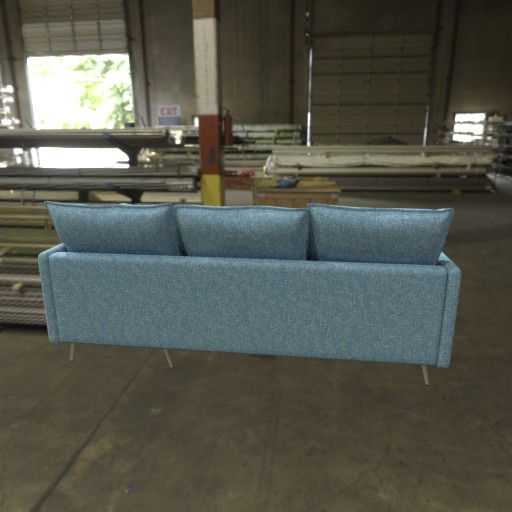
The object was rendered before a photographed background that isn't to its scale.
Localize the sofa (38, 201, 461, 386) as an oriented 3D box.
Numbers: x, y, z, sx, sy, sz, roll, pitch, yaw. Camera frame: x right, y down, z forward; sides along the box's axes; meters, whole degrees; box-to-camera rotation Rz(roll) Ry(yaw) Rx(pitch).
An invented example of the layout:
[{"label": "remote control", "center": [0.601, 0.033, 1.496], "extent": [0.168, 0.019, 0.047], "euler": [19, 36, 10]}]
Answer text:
[{"label": "sofa", "center": [0.000, 0.000, 2.808], "extent": [2.034, 0.899, 1.420], "euler": [2, 16, 7]}]
